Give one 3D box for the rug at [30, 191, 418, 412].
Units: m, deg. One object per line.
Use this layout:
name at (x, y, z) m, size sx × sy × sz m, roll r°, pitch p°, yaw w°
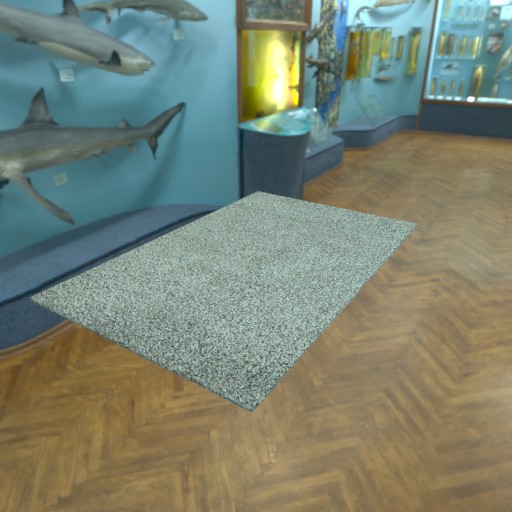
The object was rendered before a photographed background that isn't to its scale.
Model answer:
rug at (0.000, 0.000, 3.507) m, size 1.778 × 0.030 × 2.743 m, roll 16°, pitch 30°, yaw 30°
